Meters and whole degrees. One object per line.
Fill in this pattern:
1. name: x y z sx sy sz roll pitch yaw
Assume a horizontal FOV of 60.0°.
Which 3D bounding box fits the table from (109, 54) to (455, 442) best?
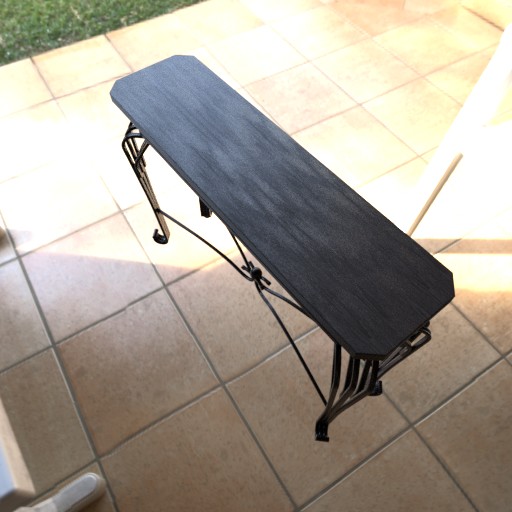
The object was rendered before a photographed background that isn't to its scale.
1. table: 0.000 0.000 1.449 0.329 0.800 1.112 -33 63 -20
